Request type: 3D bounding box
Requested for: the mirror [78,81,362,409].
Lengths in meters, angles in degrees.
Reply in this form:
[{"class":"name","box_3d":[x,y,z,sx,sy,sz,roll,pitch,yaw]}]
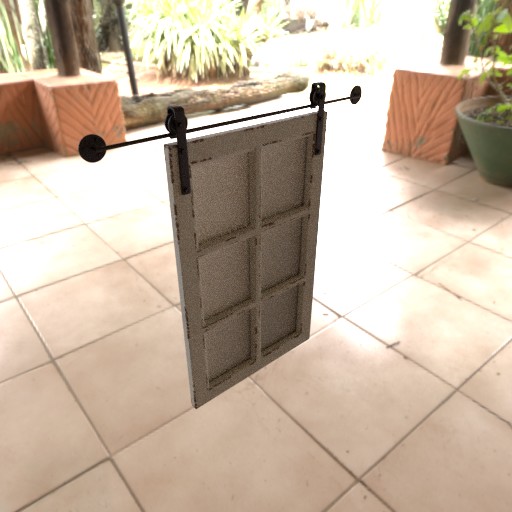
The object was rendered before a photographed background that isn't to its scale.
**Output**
[{"class":"mirror","box_3d":[0.000,0.000,1.200,0.808,0.844,0.037,-23,38,-34]}]
